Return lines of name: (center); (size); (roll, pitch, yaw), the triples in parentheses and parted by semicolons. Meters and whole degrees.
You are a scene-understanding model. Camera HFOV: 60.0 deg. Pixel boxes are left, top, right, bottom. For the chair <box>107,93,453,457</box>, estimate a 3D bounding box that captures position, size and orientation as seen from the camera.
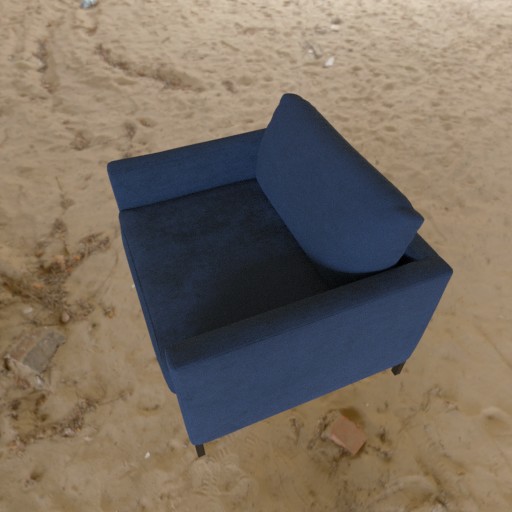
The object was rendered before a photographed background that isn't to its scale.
chair: (0.000, 0.000, 1.616); (0.875, 0.812, 0.964); (-17, 49, -15)
